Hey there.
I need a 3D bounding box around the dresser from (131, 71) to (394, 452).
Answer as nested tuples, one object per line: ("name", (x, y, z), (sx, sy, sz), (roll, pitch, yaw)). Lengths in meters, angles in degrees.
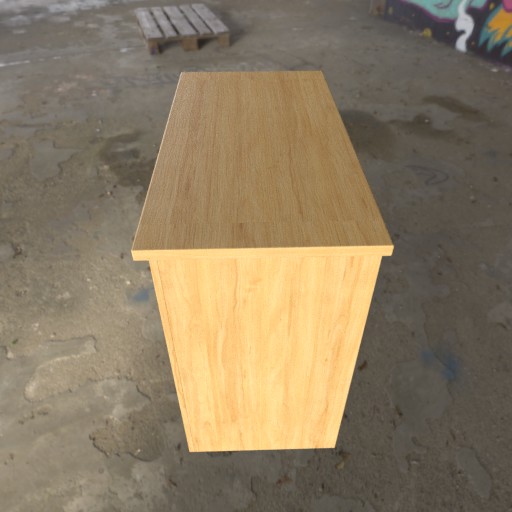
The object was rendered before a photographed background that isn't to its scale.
("dresser", (0.000, 0.000, 1.230), (0.410, 0.730, 0.800), (-1, 41, -1))
